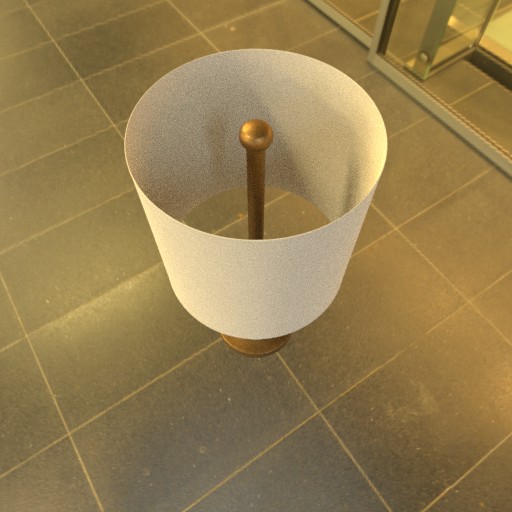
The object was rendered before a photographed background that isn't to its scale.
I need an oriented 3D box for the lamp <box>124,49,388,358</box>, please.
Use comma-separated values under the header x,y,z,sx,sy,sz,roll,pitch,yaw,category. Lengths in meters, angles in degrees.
x,y,z,sx,sy,sz,roll,pitch,yaw,category
0.000,0.000,0.530,0.210,0.410,0.210,33,65,17,lamp
